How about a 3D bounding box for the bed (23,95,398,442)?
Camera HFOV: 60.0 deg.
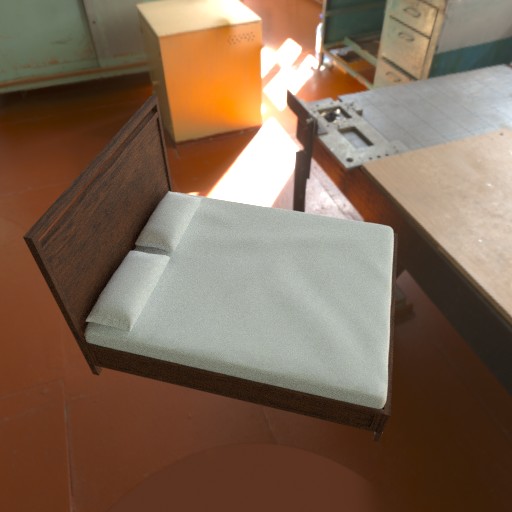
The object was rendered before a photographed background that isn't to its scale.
[{"bbox_3d":[0.000,0.000,3.392,2.218,1.487,1.765,10,46,10],"label":"bed"}]
